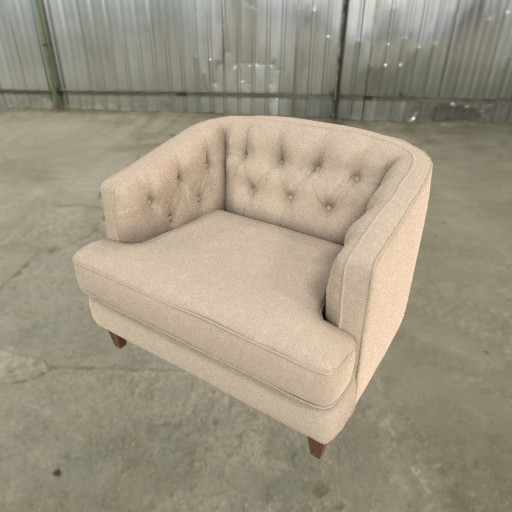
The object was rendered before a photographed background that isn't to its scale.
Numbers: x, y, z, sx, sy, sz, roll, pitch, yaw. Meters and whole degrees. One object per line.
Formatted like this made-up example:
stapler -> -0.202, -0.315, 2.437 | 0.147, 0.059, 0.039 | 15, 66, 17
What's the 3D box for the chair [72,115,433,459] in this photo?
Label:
chair -> 0.000, 0.000, 1.727 | 1.104, 0.852, 0.941 | 19, 35, 28
